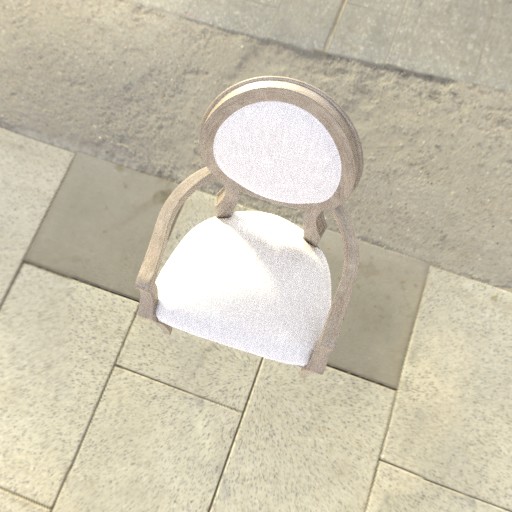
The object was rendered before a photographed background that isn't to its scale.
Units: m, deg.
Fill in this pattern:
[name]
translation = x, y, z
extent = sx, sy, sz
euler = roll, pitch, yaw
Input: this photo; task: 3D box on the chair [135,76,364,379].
[chair]
translation = 0.000, 0.000, 1.406
extent = 0.611, 0.991, 0.602
euler = 17, 75, 5
